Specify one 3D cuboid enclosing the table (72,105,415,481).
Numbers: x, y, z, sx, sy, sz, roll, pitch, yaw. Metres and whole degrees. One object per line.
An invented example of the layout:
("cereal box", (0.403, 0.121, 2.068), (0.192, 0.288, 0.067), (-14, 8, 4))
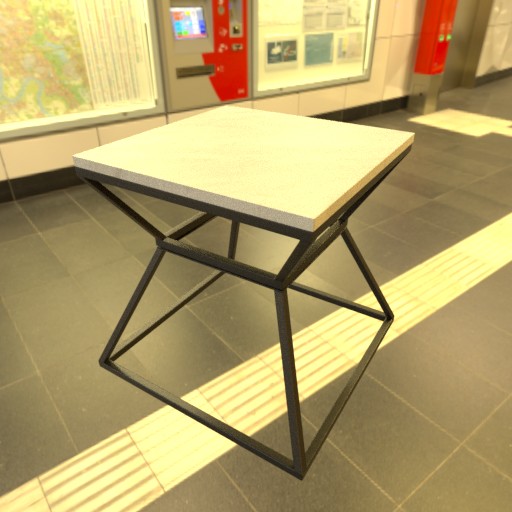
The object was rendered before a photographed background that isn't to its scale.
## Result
("table", (0.000, 0.000, 0.837), (0.455, 0.431, 0.455), (18, 35, 27))
